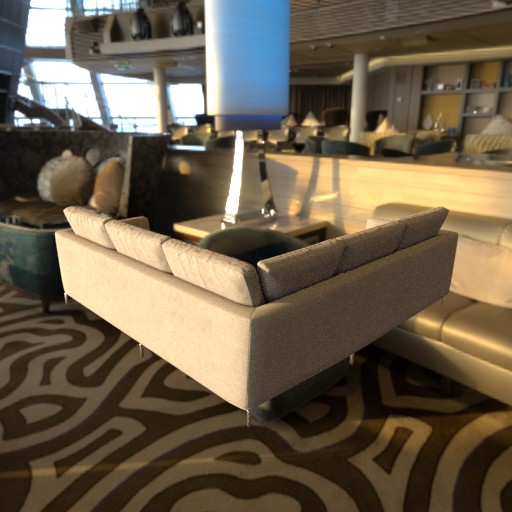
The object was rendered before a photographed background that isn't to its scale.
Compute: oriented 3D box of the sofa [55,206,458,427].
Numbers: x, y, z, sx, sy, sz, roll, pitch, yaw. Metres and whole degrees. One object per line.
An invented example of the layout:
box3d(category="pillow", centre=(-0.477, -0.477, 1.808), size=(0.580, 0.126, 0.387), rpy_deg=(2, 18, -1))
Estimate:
box3d(category="sofa", centre=(0.000, 0.000, 3.753), size=(2.438, 0.864, 2.438), rpy_deg=(-16, 24, -42))
